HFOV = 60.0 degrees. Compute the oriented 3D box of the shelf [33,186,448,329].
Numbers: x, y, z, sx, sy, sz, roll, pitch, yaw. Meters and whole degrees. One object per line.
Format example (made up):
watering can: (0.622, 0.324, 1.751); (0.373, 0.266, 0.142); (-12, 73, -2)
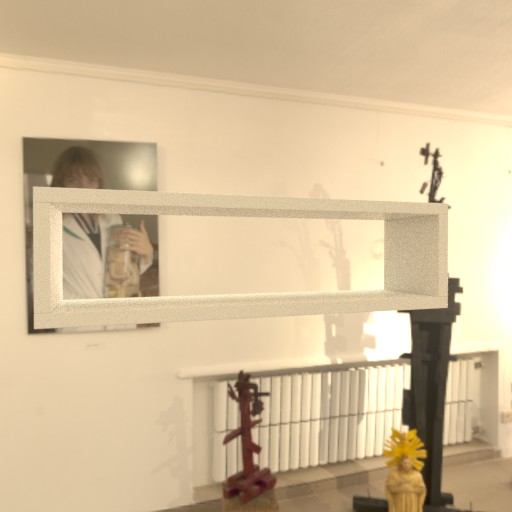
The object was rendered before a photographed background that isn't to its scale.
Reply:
shelf: (0.000, 0.000, 0.696); (0.610, 0.170, 0.150); (0, 1, -19)
